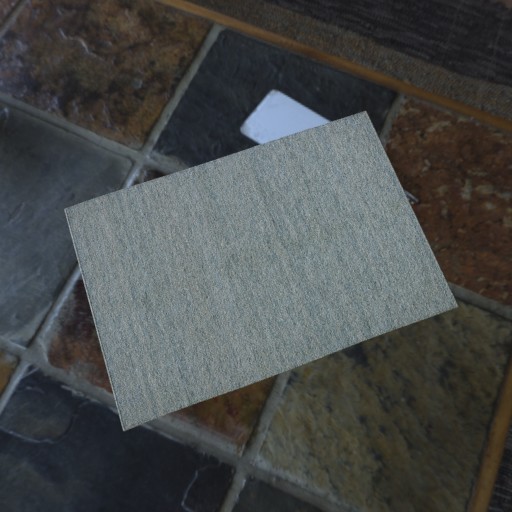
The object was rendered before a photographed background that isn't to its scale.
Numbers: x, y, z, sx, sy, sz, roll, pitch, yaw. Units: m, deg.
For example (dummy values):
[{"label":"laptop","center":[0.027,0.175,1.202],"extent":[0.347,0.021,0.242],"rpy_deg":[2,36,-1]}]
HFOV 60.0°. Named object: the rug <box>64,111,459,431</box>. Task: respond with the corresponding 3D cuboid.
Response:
[{"label":"rug","center":[0.000,0.000,3.000],"extent":[2.283,0.013,1.547],"rpy_deg":[-19,76,-5]}]
